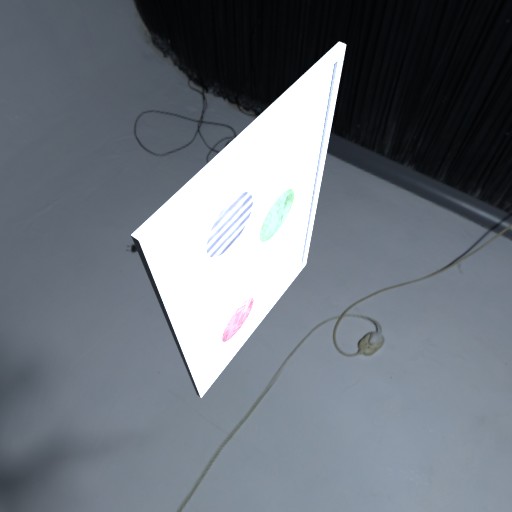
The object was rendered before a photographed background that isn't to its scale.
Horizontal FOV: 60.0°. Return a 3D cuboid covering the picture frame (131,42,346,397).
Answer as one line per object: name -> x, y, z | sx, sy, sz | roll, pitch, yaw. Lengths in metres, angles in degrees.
picture frame -> 0.000, 0.000, 0.869 | 0.013, 0.657, 0.457 | 32, 63, 18
